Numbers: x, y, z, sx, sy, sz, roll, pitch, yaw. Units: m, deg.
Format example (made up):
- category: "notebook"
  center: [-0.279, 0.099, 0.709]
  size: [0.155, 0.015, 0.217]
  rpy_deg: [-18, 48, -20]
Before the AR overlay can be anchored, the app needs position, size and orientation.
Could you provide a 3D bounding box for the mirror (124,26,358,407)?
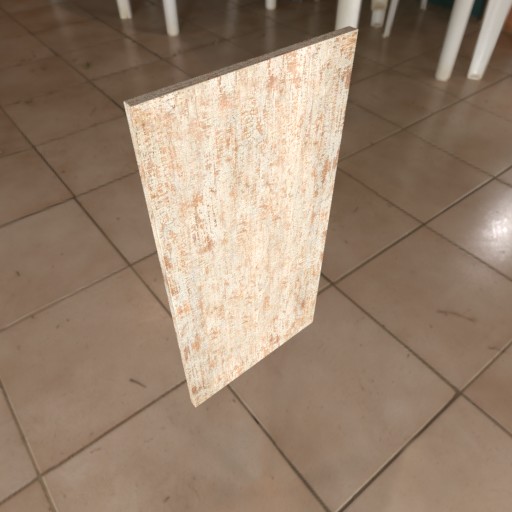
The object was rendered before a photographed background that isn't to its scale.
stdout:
- category: "mirror"
  center: [0.000, 0.000, 1.057]
  size: [0.472, 0.922, 0.027]
  rpy_deg: [-31, 53, -26]
